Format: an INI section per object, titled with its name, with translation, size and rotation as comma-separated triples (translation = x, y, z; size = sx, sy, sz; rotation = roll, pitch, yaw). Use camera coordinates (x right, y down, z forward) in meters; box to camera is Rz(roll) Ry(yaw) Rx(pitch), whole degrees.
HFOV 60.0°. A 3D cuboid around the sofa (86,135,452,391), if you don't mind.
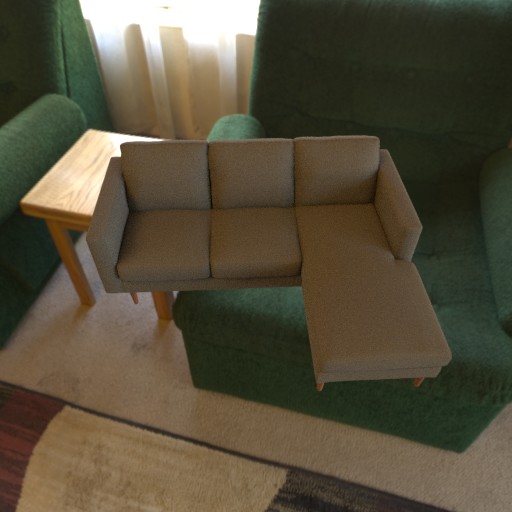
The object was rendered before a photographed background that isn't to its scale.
[sofa]
translation = 0.000, 0.000, 2.857
size = 2.031, 0.897, 1.591
rotation = -2, 46, -2
